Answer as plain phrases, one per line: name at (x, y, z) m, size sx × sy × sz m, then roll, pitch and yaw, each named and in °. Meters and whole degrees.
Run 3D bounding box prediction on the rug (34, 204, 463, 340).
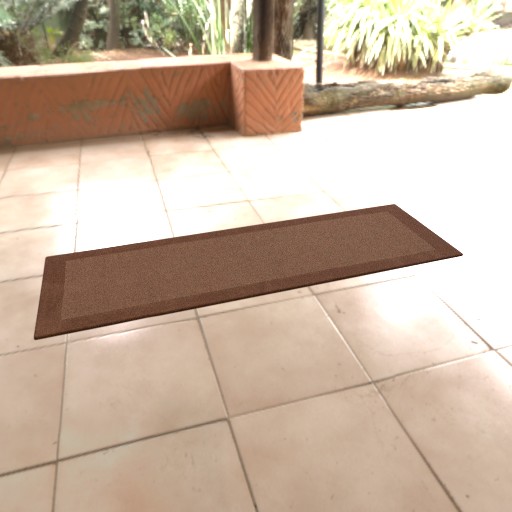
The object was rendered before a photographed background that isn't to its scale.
rug at (0.000, 0.000, 2.704) m, size 2.439 × 0.017 × 0.764 m, roll -10°, pitch 33°, yaw -15°
